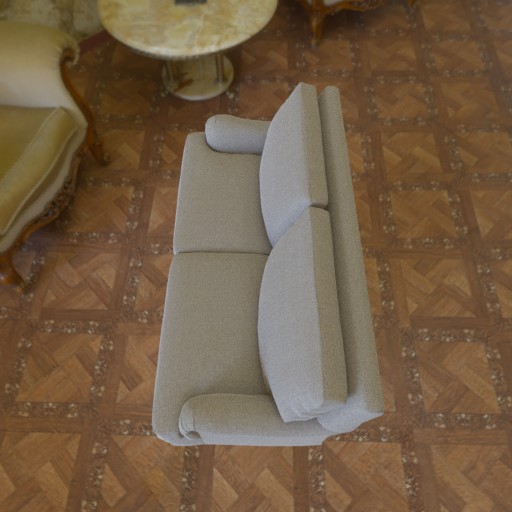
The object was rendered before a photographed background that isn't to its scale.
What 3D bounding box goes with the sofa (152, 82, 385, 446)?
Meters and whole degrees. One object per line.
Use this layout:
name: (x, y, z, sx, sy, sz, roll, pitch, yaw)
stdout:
sofa: (0.000, 0.000, 2.770, 1.087, 1.054, 2.160, 0, 58, 0)
